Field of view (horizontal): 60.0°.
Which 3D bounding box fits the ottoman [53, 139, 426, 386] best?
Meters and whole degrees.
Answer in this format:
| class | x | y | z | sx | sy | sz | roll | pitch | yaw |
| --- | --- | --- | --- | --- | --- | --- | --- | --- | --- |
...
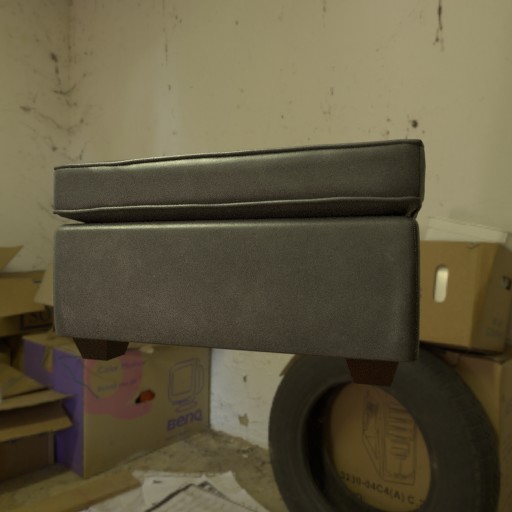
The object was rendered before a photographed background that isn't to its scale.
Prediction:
| class | x | y | z | sx | sy | sz | roll | pitch | yaw |
| --- | --- | --- | --- | --- | --- | --- | --- | --- | --- |
| ottoman | 0.000 | 0.000 | 1.075 | 0.756 | 0.445 | 0.554 | 0 | 1 | 18 |
